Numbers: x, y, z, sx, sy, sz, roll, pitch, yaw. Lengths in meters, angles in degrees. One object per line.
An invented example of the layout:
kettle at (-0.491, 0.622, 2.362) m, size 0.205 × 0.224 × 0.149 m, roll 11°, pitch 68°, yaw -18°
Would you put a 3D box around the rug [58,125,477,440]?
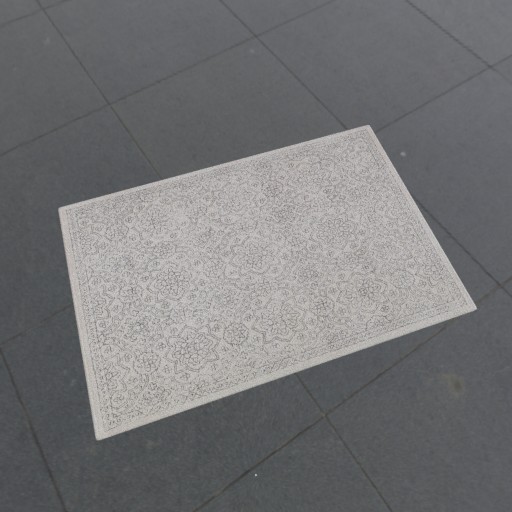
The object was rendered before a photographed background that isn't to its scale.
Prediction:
rug at (0.000, 0.000, 2.811) m, size 2.286 × 0.011 × 1.524 m, roll -17°, pitch 65°, yaw -8°
